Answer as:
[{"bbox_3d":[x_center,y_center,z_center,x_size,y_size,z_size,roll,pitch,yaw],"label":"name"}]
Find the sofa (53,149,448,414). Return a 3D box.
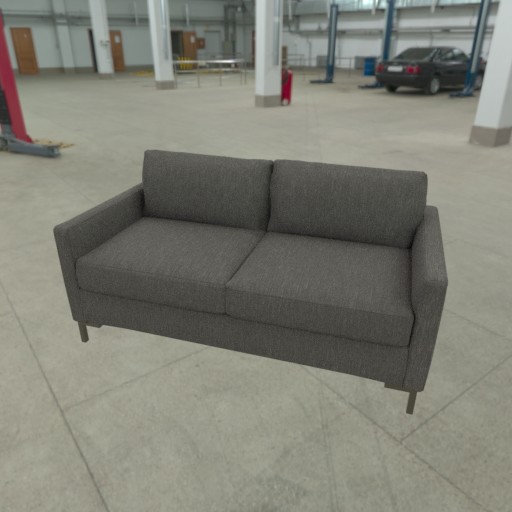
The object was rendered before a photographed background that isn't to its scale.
[{"bbox_3d":[0.000,0.000,2.184,1.682,0.840,0.875,8,27,16],"label":"sofa"}]
